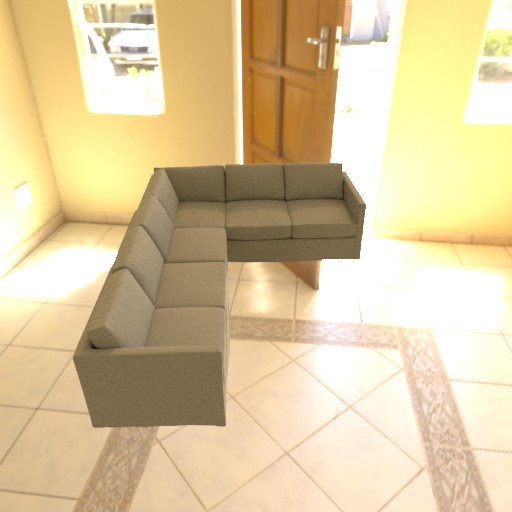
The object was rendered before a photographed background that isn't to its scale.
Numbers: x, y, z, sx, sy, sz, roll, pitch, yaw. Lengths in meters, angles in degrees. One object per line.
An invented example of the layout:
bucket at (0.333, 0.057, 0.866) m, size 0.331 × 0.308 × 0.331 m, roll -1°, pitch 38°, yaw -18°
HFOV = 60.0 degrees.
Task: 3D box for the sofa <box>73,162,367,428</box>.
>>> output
sofa at (0.000, 0.000, 4.255) m, size 2.432 × 0.871 × 3.182 m, roll -1°, pitch 31°, yaw -2°
